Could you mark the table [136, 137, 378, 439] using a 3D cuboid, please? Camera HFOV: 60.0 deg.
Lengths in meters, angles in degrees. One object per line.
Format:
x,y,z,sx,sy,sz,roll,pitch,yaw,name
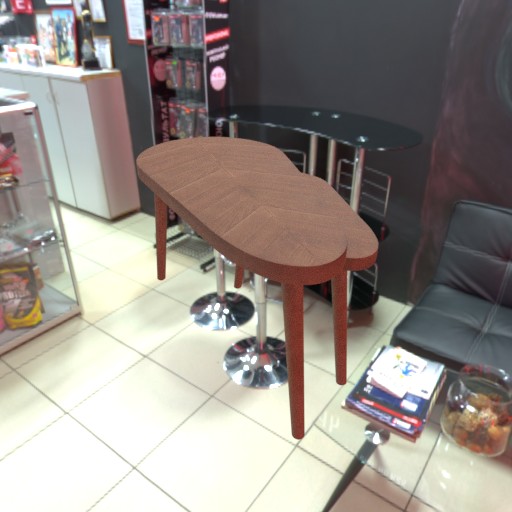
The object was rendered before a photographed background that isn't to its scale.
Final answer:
0.000,0.000,1.613,0.701,0.595,1.190,-10,30,-18,table
